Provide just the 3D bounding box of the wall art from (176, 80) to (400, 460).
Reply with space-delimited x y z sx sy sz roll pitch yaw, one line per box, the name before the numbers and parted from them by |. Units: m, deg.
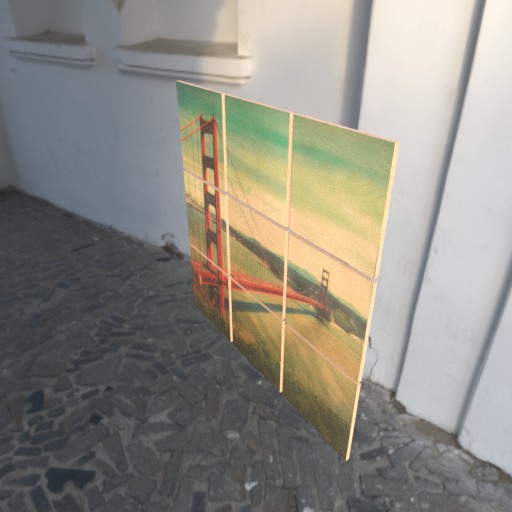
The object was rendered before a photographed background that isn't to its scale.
wall art | 0.000 0.000 1.815 0.016 1.207 1.217 -19 35 -30
